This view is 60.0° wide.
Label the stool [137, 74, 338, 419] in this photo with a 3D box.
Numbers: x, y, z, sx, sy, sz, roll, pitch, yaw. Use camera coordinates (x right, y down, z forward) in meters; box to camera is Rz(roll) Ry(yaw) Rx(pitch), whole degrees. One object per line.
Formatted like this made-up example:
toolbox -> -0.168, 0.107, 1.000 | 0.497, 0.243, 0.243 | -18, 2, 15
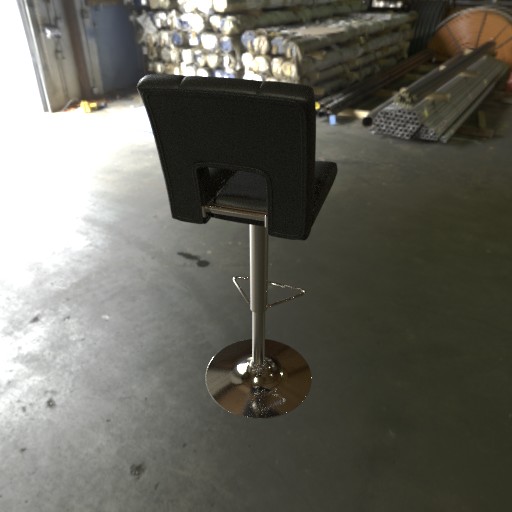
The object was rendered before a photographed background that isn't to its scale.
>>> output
stool -> 0.000, 0.000, 1.413 | 0.415, 1.151, 0.520 | 10, 34, 16
